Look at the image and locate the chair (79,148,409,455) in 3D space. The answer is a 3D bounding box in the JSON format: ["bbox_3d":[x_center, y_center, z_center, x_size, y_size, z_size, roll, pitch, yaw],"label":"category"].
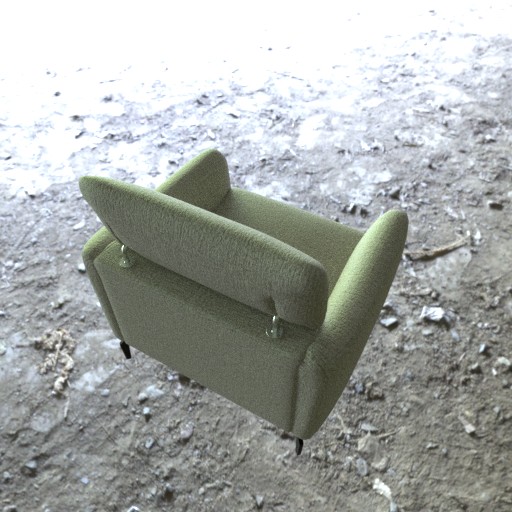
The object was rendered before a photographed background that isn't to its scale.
[{"bbox_3d":[0.000,0.000,1.666,0.972,0.967,0.835,22,51,19],"label":"chair"}]
